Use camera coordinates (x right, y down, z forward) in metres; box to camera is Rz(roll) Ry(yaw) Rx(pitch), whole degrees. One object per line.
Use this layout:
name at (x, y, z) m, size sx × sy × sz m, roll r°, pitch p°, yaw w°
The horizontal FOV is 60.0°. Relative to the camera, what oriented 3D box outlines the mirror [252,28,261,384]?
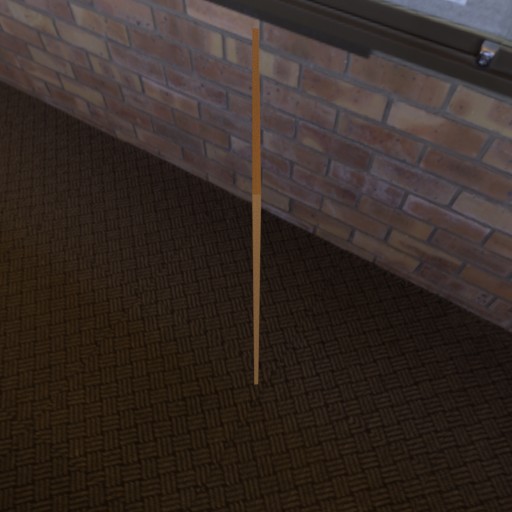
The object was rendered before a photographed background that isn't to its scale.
mirror at (0.000, 0.000, 2.358) m, size 0.025 × 2.031 × 0.812 m, roll 0°, pitch 59°, yaw 0°
